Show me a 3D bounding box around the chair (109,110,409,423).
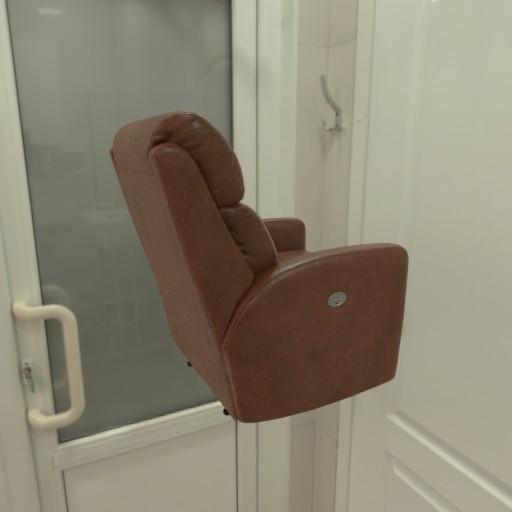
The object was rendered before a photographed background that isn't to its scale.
[{"bbox_3d":[0.000,0.000,1.724,0.939,1.016,0.787,-7,15,-26],"label":"chair"}]
